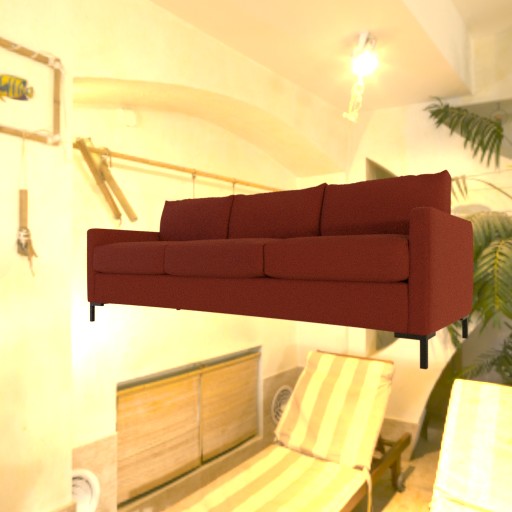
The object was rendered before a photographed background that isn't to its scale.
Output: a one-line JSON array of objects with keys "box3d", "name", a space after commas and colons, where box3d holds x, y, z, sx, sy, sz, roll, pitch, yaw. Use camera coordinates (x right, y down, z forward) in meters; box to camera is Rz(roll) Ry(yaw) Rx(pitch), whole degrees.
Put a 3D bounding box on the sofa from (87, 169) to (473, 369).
[{"box3d": [0.000, 0.000, 2.657, 2.252, 0.879, 0.875, 0, 0, 36], "name": "sofa"}]
